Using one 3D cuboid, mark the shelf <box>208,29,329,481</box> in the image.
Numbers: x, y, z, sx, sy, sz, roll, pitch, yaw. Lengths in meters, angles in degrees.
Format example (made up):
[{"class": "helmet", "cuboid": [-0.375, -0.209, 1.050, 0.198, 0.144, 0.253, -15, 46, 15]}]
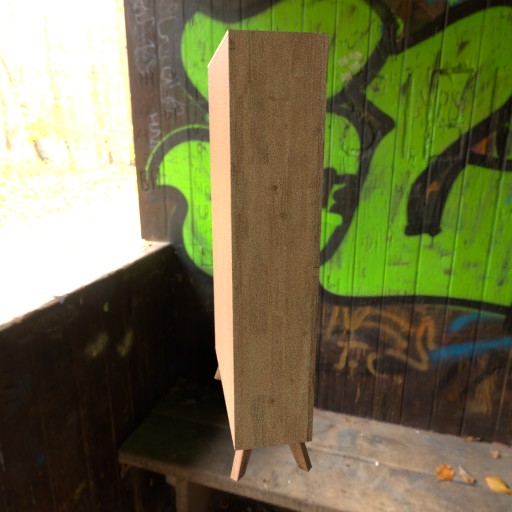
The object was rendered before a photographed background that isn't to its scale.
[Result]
[{"class": "shelf", "cuboid": [0.000, 0.000, 1.748, 0.308, 1.471, 0.748, -3, 17, -10]}]
